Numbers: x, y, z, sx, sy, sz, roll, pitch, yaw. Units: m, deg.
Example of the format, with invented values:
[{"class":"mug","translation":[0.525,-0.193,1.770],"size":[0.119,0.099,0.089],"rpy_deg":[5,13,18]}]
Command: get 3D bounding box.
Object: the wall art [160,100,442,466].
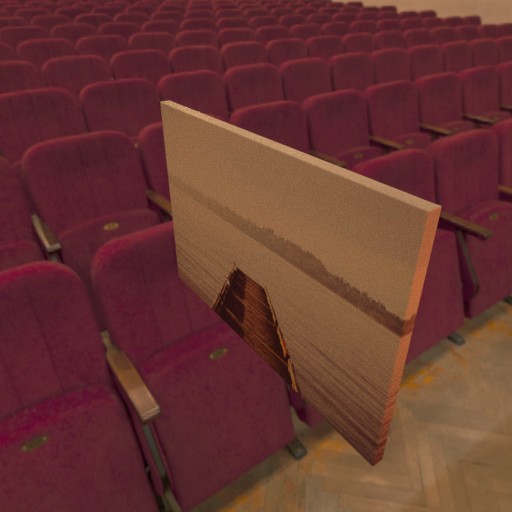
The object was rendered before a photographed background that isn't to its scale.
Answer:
[{"class":"wall art","translation":[0.000,0.000,0.760],"size":[0.021,0.410,0.615],"rpy_deg":[-20,36,-30]}]
